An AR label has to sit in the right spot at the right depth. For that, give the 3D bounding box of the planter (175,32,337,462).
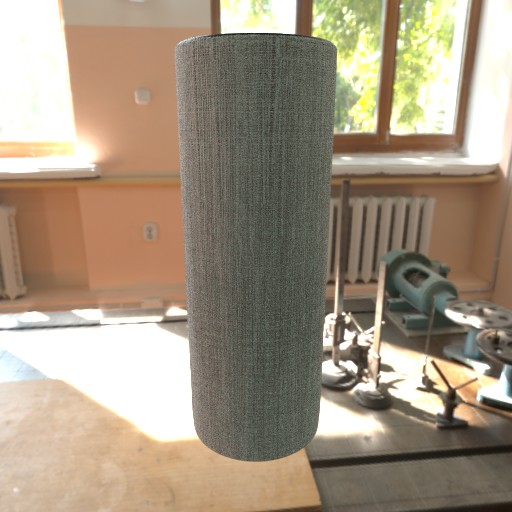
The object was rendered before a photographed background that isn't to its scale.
[{"bbox_3d":[0.000,0.000,0.314,0.100,0.270,0.100,9,19,27],"label":"planter"}]
